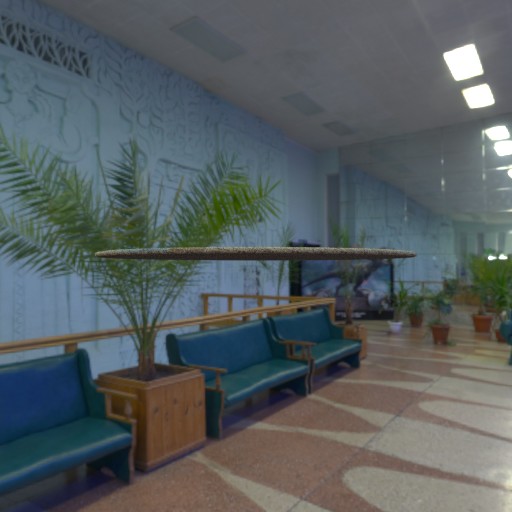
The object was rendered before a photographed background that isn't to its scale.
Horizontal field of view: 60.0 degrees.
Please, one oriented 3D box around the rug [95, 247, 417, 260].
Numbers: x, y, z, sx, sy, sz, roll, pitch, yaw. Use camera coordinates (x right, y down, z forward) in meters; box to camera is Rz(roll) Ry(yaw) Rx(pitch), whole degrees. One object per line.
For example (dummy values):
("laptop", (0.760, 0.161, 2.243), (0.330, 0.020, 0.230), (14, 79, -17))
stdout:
("rug", (0.000, 0.000, 3.592), (2.461, 0.033, 2.461), (0, -2, 0))
